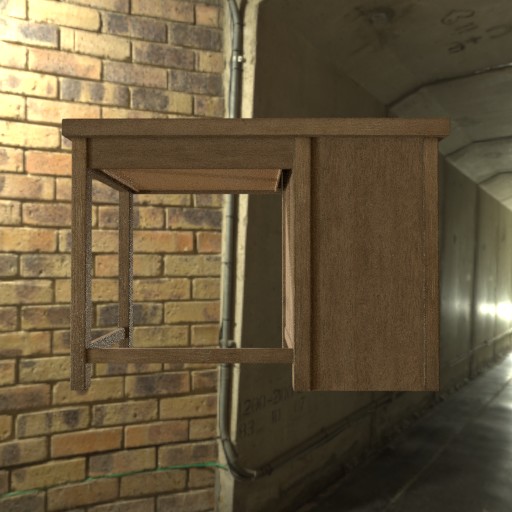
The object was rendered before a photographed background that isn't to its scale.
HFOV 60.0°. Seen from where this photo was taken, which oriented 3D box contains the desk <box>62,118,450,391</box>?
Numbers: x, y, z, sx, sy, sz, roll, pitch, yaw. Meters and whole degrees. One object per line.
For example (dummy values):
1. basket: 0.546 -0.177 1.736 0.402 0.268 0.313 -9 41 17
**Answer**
1. desk: 0.000 0.000 1.767 1.289 0.912 0.610 0 -1 0
